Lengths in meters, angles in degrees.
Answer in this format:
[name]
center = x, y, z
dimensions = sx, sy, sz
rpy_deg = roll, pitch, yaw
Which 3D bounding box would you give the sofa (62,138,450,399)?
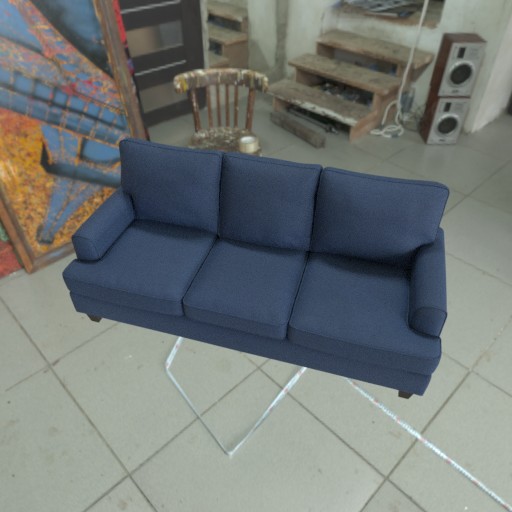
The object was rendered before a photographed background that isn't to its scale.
[sofa]
center = 0.000, 0.000, 2.688
dimensions = 2.158, 0.965, 0.951
rpy_deg = 11, 42, 12
